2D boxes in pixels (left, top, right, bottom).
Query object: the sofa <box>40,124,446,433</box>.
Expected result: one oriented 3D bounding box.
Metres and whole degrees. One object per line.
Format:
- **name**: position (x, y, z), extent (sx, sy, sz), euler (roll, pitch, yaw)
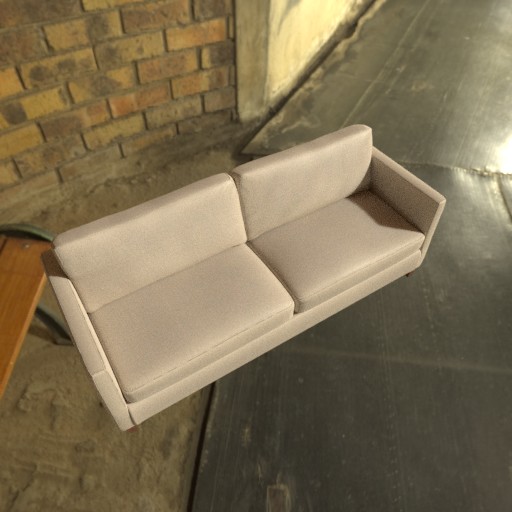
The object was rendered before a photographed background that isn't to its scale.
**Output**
- **sofa**: position (0.000, 0.000, 2.868), extent (2.361, 0.968, 0.951), euler (-25, 52, -21)
